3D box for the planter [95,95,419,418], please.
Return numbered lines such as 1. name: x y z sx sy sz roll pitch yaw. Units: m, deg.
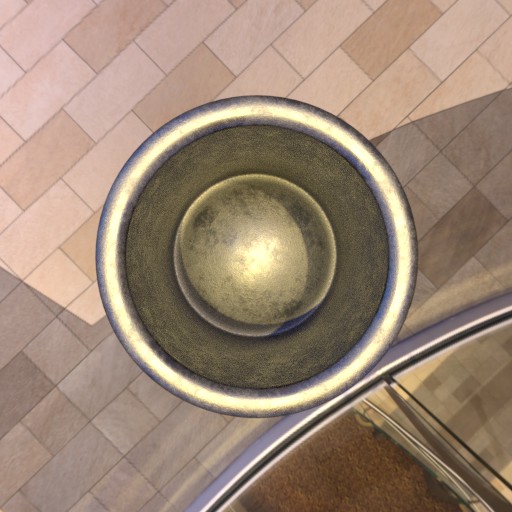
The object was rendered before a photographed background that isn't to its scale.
1. planter: 0.000 0.000 0.223 0.125 0.112 0.125 0 90 -1
